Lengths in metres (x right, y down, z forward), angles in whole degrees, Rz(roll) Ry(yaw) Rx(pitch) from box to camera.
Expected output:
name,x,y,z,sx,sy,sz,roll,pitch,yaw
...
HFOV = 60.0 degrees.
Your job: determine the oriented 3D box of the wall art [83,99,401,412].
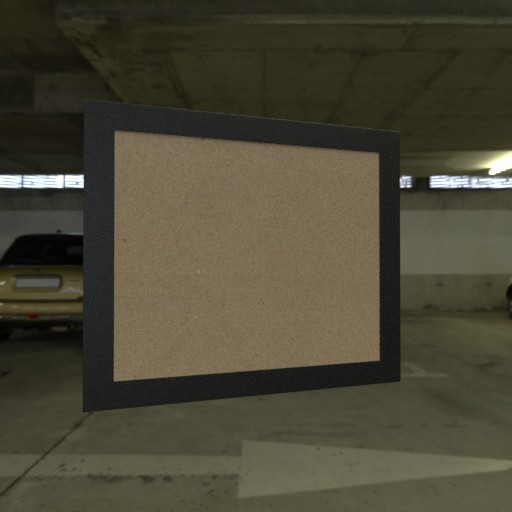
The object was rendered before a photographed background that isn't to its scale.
name,x,y,z,sx,sy,sz,roll,pitch,yaw
wall art,0.000,0.000,0.525,0.381,0.321,0.028,0,-1,-18
